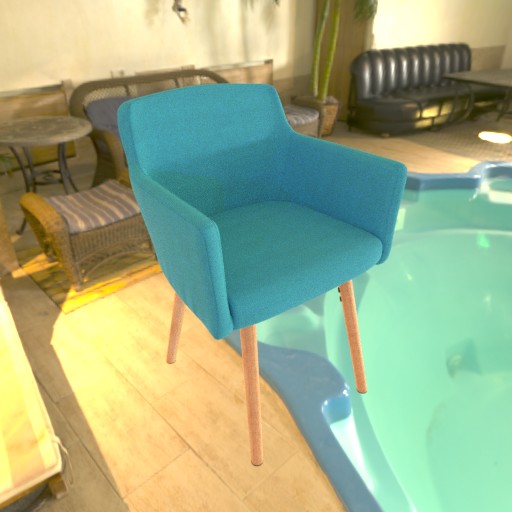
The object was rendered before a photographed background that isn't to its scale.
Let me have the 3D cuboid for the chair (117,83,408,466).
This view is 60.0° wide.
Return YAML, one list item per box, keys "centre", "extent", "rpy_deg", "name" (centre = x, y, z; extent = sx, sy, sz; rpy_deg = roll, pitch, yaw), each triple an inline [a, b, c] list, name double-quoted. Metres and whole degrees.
- centre: [0.000, 0.000, 1.153]
  extent: [0.570, 0.780, 0.540]
  rpy_deg: [-21, 36, -32]
  name: "chair"
